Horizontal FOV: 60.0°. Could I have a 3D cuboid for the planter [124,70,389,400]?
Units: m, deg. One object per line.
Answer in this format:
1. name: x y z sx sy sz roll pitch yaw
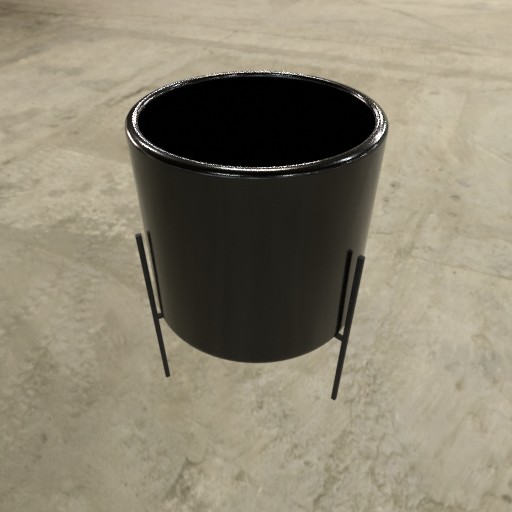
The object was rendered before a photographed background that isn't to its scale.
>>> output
1. planter: 0.000 0.000 0.646 0.310 0.432 0.310 -25 46 -27
